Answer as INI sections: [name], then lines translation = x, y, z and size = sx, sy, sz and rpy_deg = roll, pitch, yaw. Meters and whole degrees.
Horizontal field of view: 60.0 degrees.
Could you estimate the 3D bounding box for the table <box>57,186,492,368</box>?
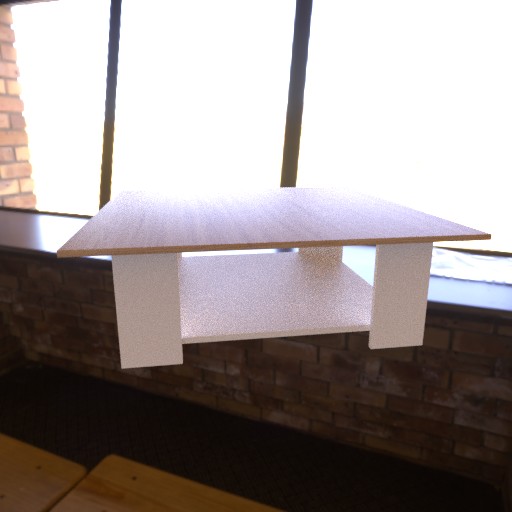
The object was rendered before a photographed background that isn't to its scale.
[table]
translation = 0.000, 0.000, 1.352
size = 0.890, 0.305, 0.890
rpy_deg = -2, 16, -9
